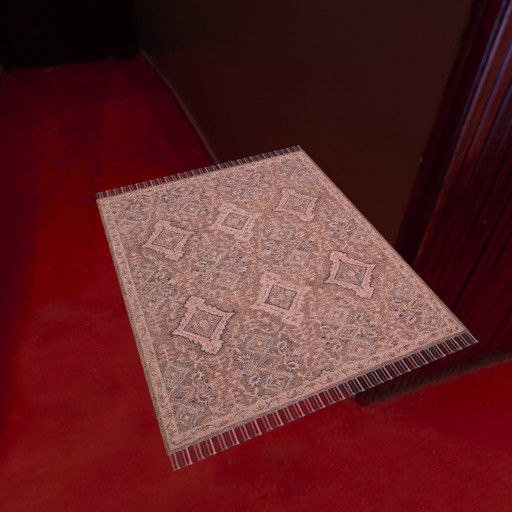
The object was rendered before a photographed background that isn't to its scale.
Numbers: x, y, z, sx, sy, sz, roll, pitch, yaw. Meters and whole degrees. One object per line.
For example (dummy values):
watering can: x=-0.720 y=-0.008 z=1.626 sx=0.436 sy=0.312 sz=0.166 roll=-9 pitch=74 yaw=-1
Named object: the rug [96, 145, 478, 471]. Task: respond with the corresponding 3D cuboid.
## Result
rug: x=0.000 y=0.000 z=4.073 sx=2.437 sy=0.010 sz=3.056 roll=-17 pitch=48 yaw=-16
